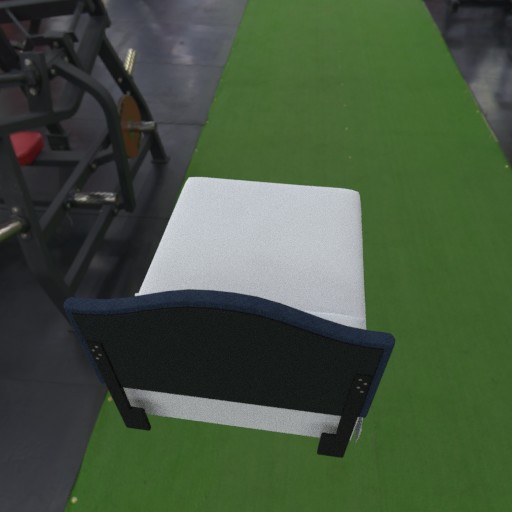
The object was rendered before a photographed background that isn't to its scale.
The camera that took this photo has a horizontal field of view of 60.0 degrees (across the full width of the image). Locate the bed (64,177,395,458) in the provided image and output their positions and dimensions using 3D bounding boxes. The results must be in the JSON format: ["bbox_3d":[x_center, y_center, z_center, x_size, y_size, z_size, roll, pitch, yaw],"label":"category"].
[{"bbox_3d":[0.000,0.000,3.272,1.725,1.518,2.153,6,45,6],"label":"bed"}]
